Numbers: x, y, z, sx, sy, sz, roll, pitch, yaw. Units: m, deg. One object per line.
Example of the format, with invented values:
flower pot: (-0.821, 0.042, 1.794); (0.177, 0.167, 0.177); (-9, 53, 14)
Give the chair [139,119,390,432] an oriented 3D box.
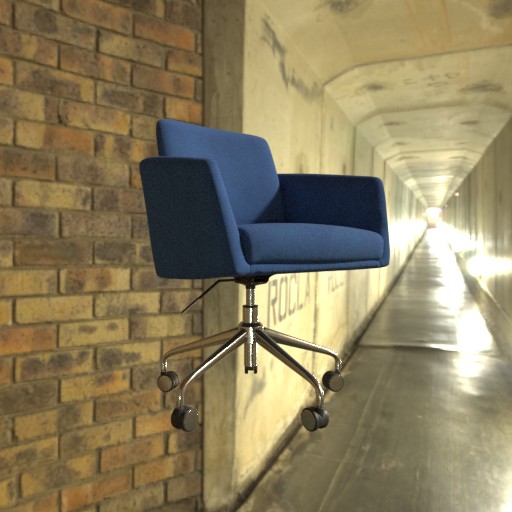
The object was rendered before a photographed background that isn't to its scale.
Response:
chair: (0.000, 0.000, 1.374); (0.641, 0.908, 0.635); (-1, 1, -36)
